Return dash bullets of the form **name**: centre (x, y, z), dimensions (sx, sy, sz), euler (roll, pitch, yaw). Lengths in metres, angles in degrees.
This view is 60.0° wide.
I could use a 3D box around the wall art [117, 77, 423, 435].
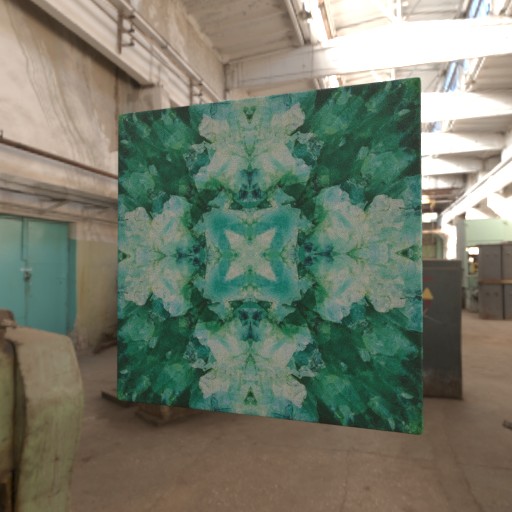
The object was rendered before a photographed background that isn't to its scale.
- **wall art**: centre (0.000, 0.000, 0.724), dimensions (0.507, 0.508, 0.038), euler (0, -1, 19)
